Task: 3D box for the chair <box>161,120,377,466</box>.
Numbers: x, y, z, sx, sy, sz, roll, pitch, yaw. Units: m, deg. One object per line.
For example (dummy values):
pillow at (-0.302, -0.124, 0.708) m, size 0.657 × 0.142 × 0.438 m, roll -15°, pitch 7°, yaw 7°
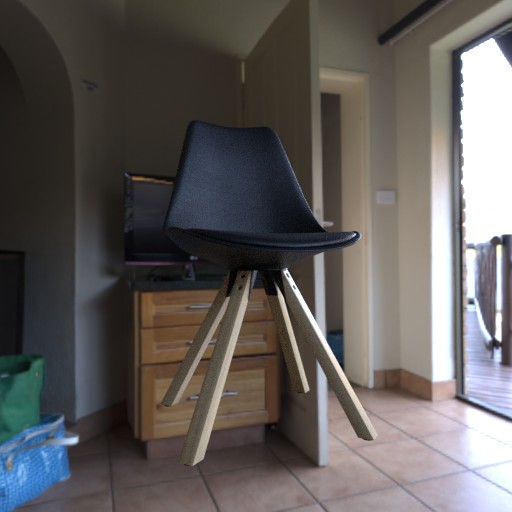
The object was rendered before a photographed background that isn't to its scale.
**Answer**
chair at (0.000, 0.000, 1.177) m, size 0.485 × 0.850 × 0.549 m, roll 0°, pitch -1°, yaw -18°
